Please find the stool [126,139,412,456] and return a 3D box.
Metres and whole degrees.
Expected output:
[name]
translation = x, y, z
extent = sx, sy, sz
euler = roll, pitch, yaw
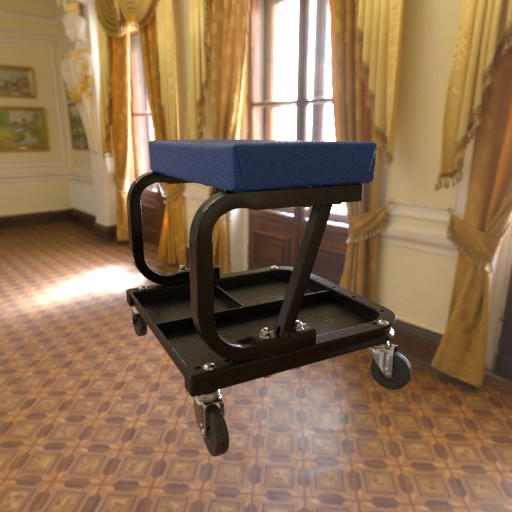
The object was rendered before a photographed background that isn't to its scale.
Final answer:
[stool]
translation = 0.000, 0.000, 0.752
extent = 0.371, 0.380, 0.446
euler = -8, 17, -27
